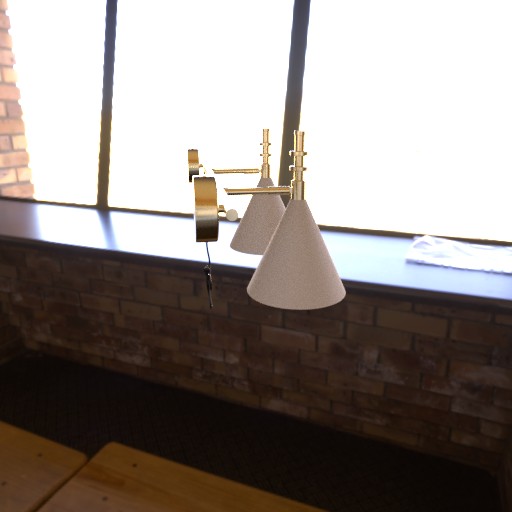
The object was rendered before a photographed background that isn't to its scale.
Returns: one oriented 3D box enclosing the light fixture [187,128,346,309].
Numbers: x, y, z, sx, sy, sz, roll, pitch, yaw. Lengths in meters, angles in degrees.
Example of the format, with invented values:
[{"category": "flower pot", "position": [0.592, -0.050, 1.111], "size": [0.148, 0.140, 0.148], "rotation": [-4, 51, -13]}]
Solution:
[{"category": "light fixture", "position": [0.000, 0.000, 0.849], "size": [0.239, 0.468, 0.642], "rotation": [-3, 17, -9]}]
